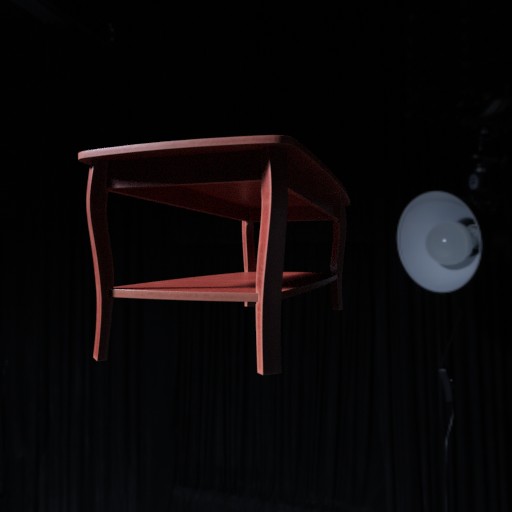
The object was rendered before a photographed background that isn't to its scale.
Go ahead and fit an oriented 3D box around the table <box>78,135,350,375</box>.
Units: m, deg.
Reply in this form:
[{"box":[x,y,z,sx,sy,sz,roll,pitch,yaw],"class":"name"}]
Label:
[{"box":[0.000,0.000,1.491,0.561,0.473,1.216,0,0,18],"class":"table"}]
